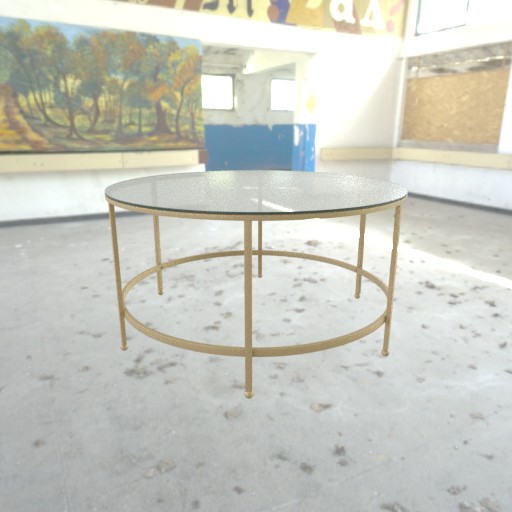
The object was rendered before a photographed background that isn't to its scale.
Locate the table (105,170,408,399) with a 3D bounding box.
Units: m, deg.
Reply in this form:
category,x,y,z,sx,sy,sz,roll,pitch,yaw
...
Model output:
category,x,y,z,sx,sy,sz,roll,pitch,yaw
table,0.000,0.000,1.466,0.914,0.470,0.914,0,17,0
